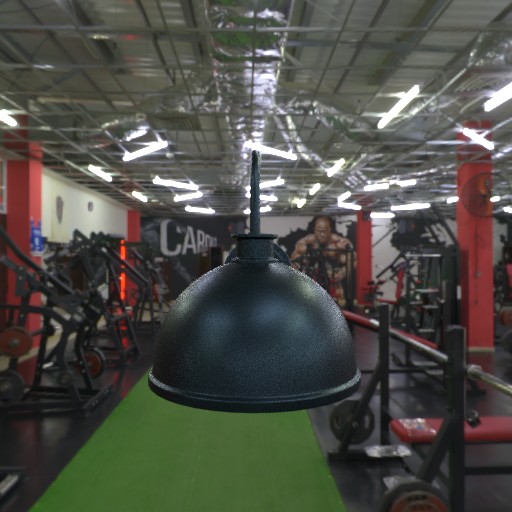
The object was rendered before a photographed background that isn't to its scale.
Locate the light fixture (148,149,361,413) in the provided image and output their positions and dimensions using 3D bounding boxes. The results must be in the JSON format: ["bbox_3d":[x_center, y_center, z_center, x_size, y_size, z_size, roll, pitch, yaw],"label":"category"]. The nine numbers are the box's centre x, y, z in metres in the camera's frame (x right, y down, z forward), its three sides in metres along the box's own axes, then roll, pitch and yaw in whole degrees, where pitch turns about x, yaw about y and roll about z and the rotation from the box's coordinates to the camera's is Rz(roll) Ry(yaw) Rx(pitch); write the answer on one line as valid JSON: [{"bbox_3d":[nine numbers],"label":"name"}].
[{"bbox_3d":[0.000,0.000,0.647,0.253,0.295,0.467,0,0,1],"label":"light fixture"}]
